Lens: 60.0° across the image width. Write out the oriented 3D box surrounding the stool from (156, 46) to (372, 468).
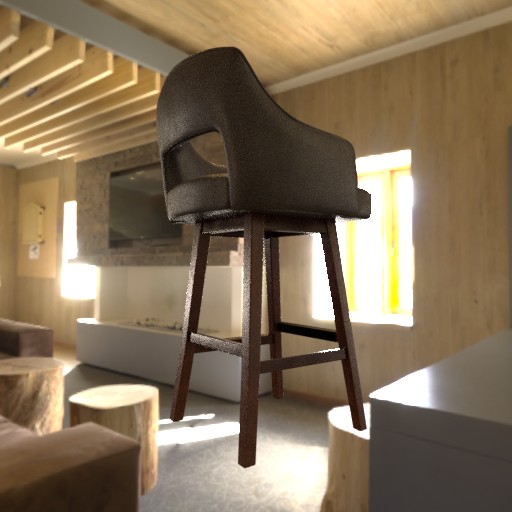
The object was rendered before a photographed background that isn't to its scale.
[{"bbox_3d":[0.000,0.000,1.357,0.560,1.041,0.550,1,-2,-36],"label":"stool"}]
